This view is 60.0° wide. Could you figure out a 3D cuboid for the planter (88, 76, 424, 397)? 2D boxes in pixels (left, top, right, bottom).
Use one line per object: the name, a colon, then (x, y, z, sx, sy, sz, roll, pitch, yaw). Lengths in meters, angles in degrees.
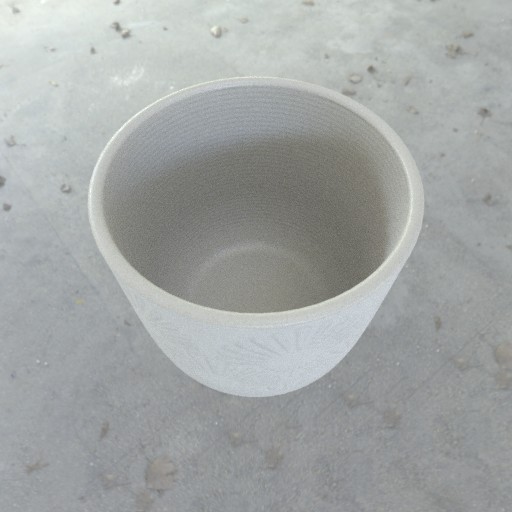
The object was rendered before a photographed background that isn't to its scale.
planter: (0.000, 0.000, 0.210, 0.124, 0.109, 0.124, 0, 56, 0)
